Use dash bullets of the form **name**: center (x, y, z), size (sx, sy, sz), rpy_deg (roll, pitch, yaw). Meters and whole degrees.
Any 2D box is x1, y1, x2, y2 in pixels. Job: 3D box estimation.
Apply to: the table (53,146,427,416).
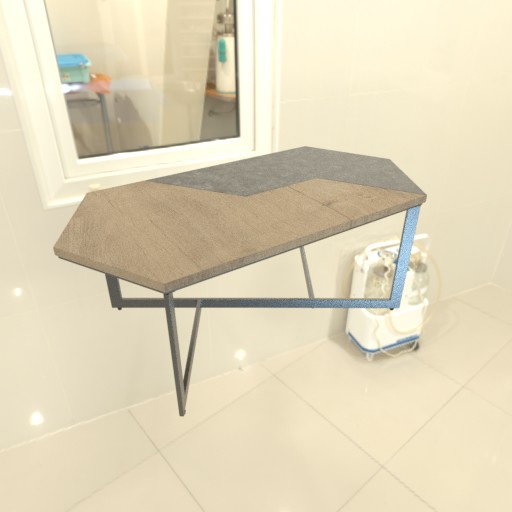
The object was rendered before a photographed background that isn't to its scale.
- **table**: center (0.000, 0.000, 1.515), size (1.219, 0.457, 0.609), rpy_deg (-19, 36, -28)
